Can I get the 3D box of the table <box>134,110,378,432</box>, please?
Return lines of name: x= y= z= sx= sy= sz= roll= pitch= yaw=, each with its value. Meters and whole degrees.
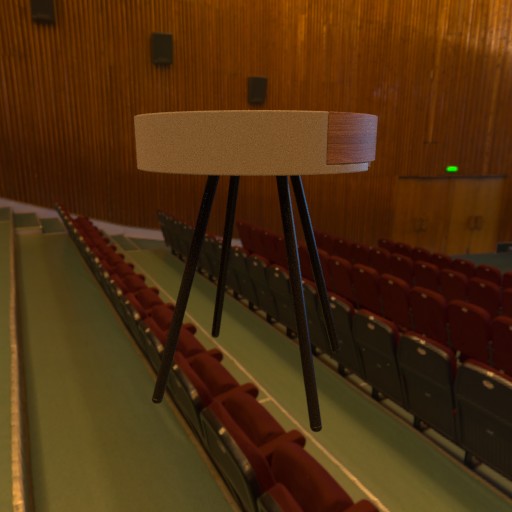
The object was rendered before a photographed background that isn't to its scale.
table: x=0.000 y=0.000 z=0.882 sx=0.450 sy=0.525 sz=0.450 roll=0 pitch=15 yaw=0
